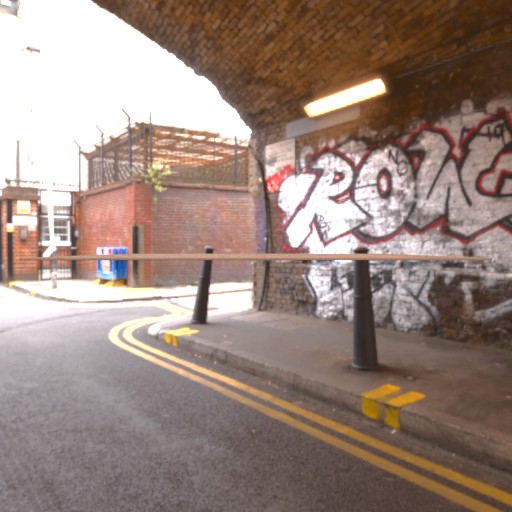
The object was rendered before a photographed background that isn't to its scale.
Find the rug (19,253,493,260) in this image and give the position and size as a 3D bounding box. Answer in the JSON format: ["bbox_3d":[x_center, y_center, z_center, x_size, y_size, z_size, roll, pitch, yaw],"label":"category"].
[{"bbox_3d":[0.000,0.000,4.063,3.046,0.015,2.446,0,1,0],"label":"rug"}]
